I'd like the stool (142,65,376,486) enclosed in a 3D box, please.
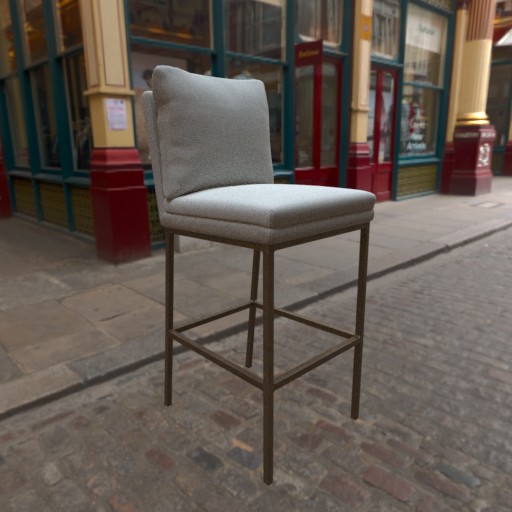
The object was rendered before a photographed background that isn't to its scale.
[{"bbox_3d":[0.000,0.000,1.411,0.463,1.125,0.572,-14,20,-43],"label":"stool"}]
